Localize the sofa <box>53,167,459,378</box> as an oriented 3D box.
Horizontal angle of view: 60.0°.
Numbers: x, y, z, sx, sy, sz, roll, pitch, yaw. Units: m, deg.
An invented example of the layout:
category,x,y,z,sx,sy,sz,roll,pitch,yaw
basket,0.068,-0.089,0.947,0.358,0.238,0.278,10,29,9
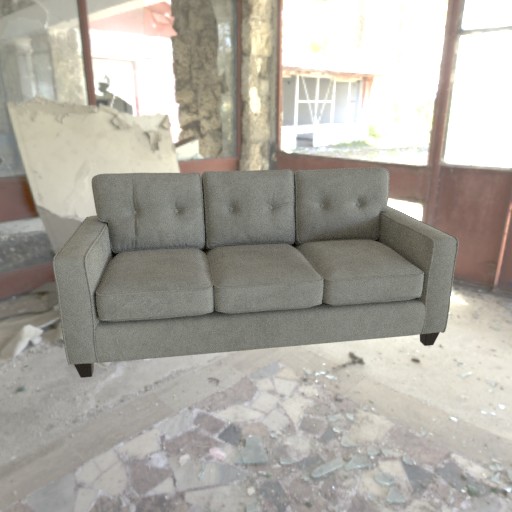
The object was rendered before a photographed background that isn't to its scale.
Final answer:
category,x,y,z,sx,sy,sz,roll,pitch,yaw
sofa,0.000,0.000,2.719,2.133,0.965,0.939,-3,19,-9
